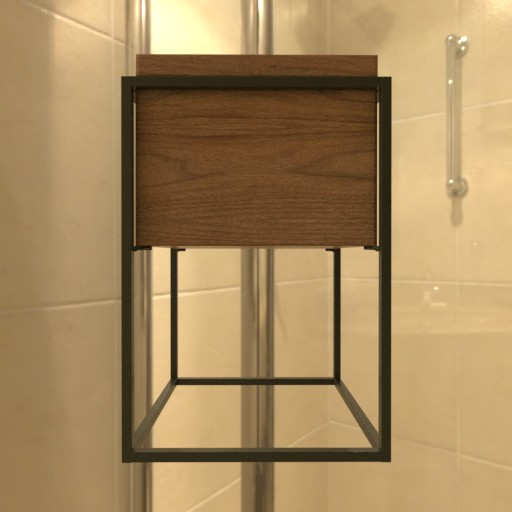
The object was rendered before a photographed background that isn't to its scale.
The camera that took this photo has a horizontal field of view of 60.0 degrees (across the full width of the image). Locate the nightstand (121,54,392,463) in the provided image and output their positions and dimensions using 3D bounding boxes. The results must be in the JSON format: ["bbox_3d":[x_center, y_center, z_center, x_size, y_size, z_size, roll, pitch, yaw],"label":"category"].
[{"bbox_3d":[0.000,0.000,0.848,0.397,0.607,0.397,0,0,0],"label":"nightstand"}]
